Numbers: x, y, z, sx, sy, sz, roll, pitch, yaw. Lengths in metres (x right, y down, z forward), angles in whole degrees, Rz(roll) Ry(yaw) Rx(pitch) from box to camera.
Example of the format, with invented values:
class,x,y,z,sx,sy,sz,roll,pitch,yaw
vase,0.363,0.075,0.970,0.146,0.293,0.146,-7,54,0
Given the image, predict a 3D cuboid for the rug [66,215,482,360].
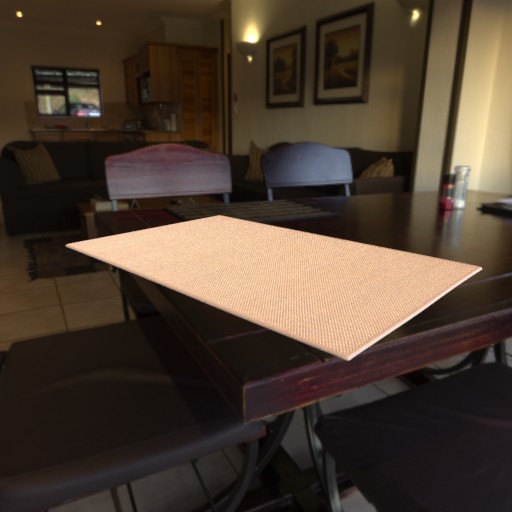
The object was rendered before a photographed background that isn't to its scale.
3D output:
class,x,y,z,sx,sy,sz,roll,pitch,yaw
rug,0.000,0.000,2.077,1.676,0.013,1.067,15,22,41
